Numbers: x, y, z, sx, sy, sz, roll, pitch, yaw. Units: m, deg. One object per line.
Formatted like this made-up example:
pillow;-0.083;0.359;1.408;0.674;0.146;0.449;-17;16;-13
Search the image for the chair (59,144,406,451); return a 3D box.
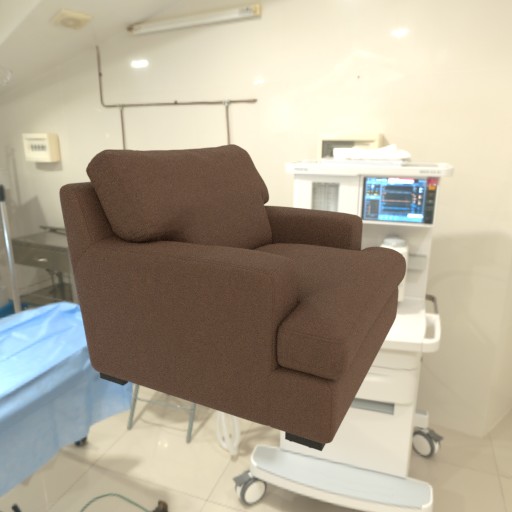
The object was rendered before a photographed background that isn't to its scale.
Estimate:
chair;0.000;0.000;1.976;1.143;0.940;1.168;8;17;26
